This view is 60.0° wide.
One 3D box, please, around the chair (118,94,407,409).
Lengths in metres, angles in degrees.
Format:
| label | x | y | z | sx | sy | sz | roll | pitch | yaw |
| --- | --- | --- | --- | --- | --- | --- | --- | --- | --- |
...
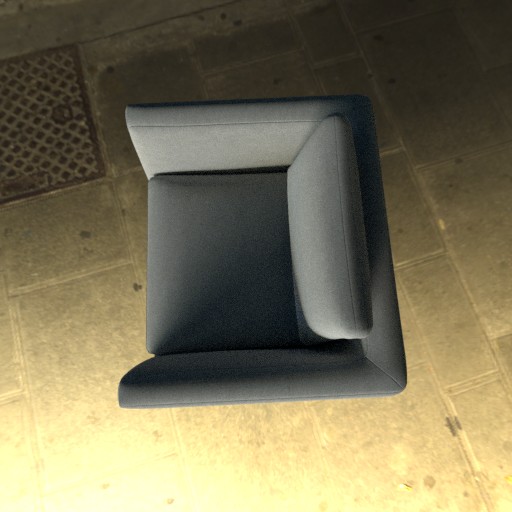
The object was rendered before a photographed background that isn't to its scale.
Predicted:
| label | x | y | z | sx | sy | sz | roll | pitch | yaw |
| --- | --- | --- | --- | --- | --- | --- | --- | --- | --- |
| chair | 0.000 | 0.000 | 1.694 | 0.889 | 0.864 | 1.041 | -3 | 76 | -1 |
